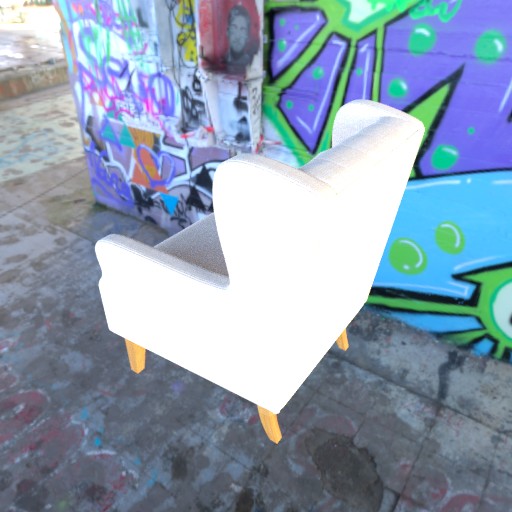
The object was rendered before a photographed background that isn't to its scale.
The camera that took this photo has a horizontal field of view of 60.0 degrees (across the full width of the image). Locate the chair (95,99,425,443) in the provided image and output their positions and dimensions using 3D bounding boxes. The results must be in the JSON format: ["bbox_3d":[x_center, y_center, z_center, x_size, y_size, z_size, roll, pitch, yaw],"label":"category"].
[{"bbox_3d":[0.000,0.000,1.463,0.760,0.930,0.710,21,38,29],"label":"chair"}]
